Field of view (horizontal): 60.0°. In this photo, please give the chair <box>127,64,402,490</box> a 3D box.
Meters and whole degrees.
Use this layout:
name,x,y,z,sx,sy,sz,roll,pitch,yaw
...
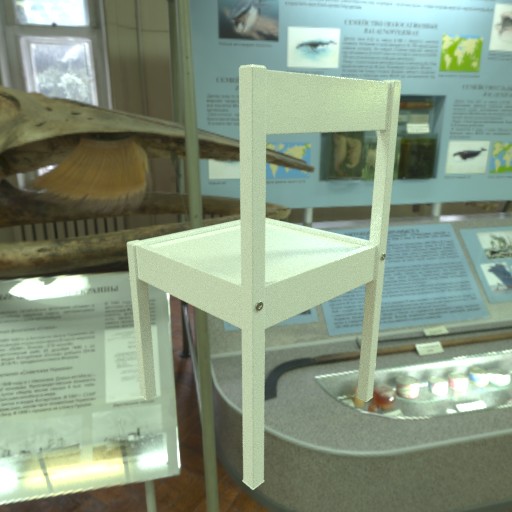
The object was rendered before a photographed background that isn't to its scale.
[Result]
name,x,y,z,sx,sy,sz,roll,pitch,yaw
chair,0.000,0.000,0.684,0.285,0.505,0.285,-16,24,-42
